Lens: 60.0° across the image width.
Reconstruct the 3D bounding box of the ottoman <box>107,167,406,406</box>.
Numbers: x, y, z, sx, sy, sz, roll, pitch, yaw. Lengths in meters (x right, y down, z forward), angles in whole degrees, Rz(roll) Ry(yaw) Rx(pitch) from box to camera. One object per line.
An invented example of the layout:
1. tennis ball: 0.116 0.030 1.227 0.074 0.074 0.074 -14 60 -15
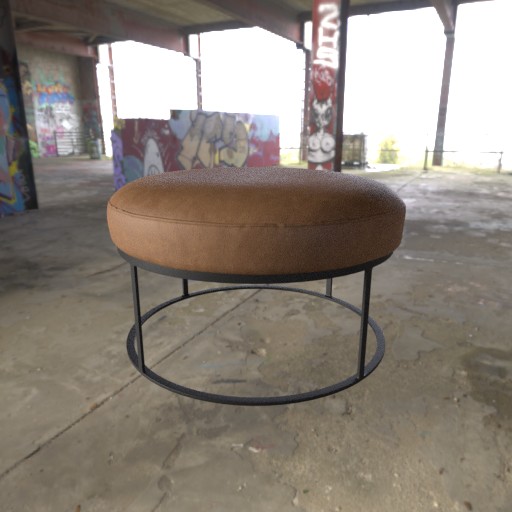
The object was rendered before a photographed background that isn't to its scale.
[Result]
1. ottoman: 0.000 0.000 1.244 0.771 0.460 0.771 0 16 0
